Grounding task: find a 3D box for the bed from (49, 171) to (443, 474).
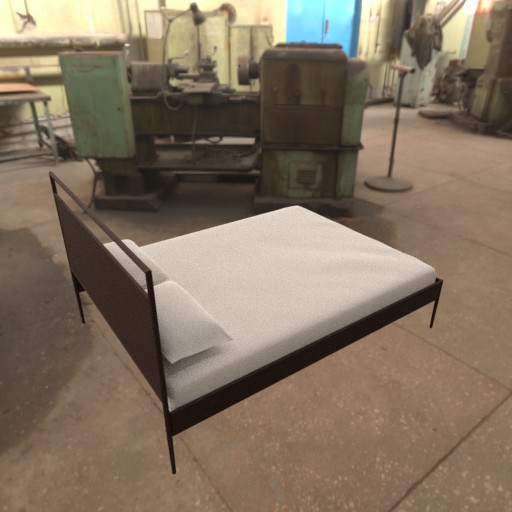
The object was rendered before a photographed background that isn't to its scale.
[{"bbox_3d":[0.000,0.000,3.056,2.122,1.173,1.572,-18,33,-31],"label":"bed"}]
